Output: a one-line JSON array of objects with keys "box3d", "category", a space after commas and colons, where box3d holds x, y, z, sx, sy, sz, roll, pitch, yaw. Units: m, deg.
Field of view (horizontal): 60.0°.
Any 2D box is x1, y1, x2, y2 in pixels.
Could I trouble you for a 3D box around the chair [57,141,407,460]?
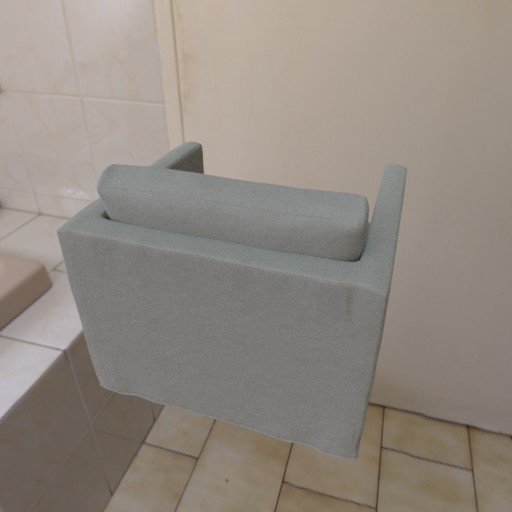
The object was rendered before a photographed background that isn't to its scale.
[{"box3d": [0.000, 0.000, 1.755, 1.057, 0.863, 0.949, 10, 34, 16], "category": "chair"}]
